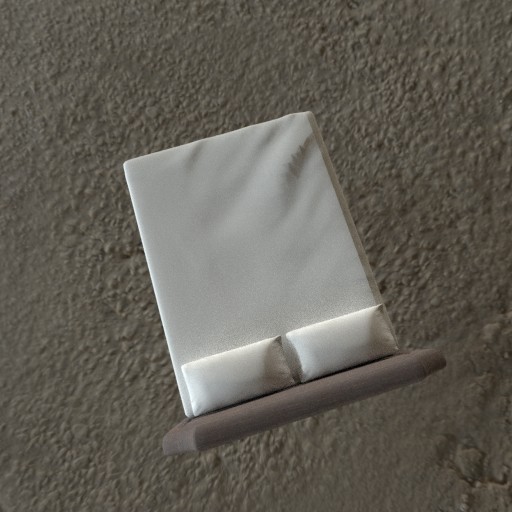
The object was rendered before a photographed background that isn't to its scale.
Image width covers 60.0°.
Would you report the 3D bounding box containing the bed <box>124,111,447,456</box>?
[{"bbox_3d":[0.000,0.000,3.157,1.693,1.290,2.116,-16,77,-4],"label":"bed"}]
